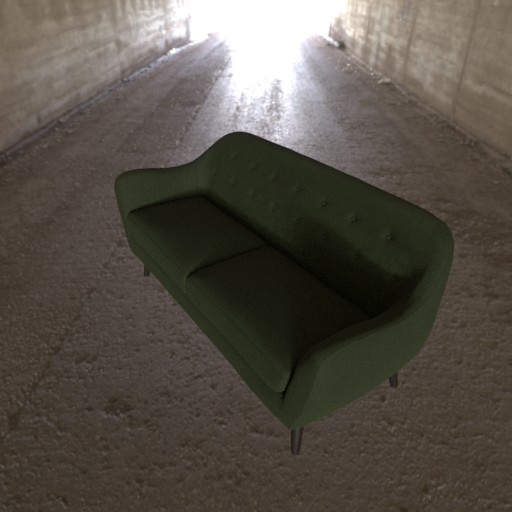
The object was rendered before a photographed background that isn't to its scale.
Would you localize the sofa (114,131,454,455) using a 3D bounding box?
[{"bbox_3d":[0.000,0.000,2.242,0.820,0.836,1.840,-20,37,-29],"label":"sofa"}]
